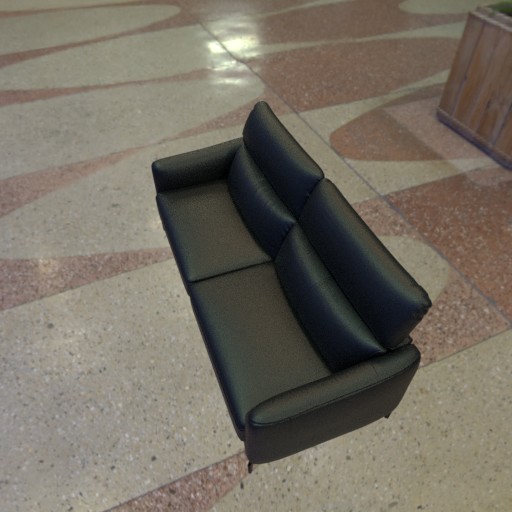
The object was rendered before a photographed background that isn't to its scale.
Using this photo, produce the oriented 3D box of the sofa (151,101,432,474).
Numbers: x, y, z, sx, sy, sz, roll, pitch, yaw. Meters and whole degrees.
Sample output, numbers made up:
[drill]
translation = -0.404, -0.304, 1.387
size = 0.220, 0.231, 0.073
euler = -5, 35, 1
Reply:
[sofa]
translation = 0.000, 0.000, 2.584
size = 0.856, 0.957, 2.069
euler = -15, 47, -14
